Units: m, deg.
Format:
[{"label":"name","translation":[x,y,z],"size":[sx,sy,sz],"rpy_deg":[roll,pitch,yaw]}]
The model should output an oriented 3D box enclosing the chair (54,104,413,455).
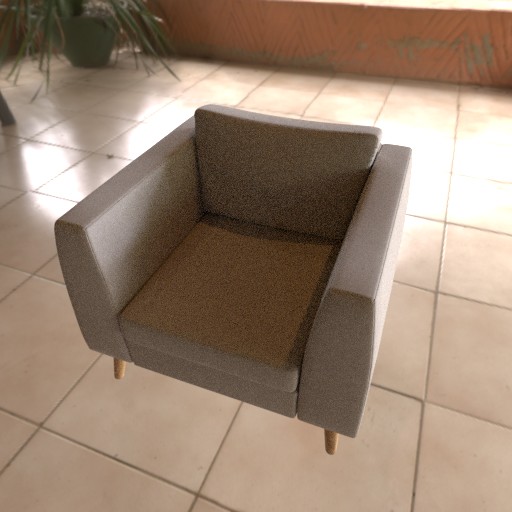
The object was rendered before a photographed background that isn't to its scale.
[{"label":"chair","translation":[0.000,0.000,1.663],"size":[1.000,0.860,0.930],"rpy_deg":[13,41,16]}]
